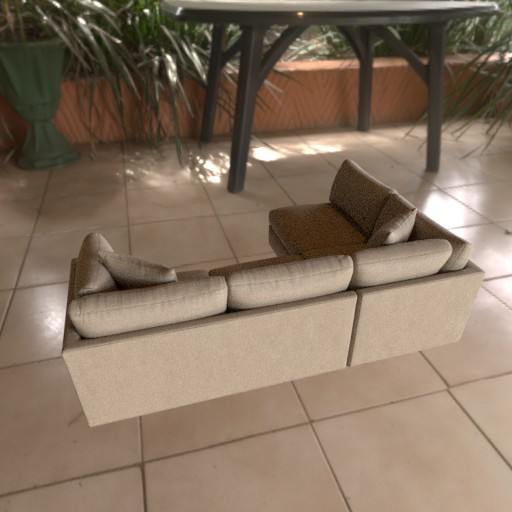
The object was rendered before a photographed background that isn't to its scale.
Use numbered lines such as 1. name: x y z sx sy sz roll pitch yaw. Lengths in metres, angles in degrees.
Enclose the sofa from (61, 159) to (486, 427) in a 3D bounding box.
1. sofa: 0.000 0.000 3.762 2.896 0.978 1.994 -9 33 -14
